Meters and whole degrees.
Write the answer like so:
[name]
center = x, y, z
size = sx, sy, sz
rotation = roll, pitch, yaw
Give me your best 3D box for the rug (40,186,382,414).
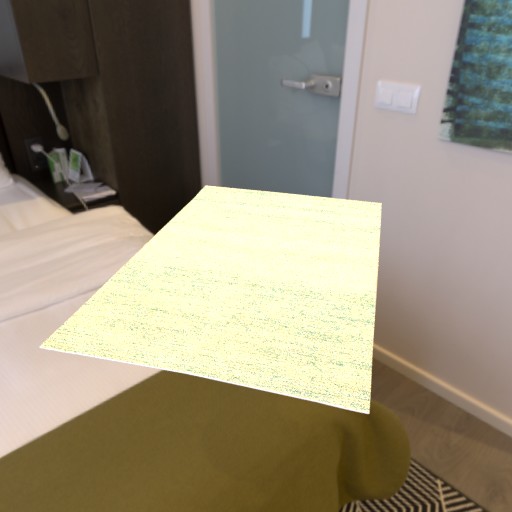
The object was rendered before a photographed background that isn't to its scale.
[rug]
center = 0.000, 0.000, 2.969
size = 1.593, 0.029, 2.305
rotation = 8, 31, 13
